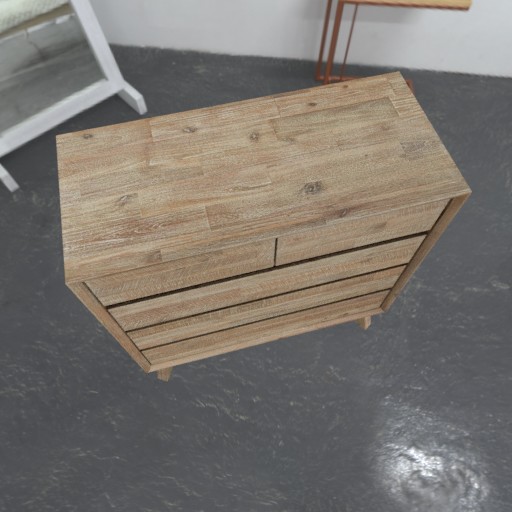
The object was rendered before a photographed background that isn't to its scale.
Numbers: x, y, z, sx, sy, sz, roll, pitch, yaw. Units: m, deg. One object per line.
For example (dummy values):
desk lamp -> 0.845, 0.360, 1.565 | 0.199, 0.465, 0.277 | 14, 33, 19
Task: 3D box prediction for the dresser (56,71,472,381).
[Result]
dresser -> 0.000, 0.000, 1.604 | 0.998, 1.029, 0.455 | -13, 63, -7
